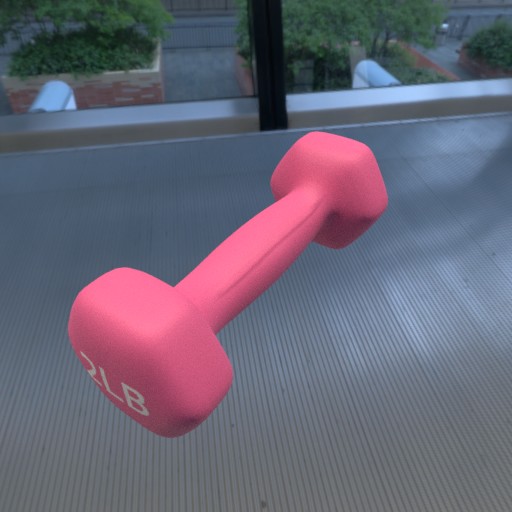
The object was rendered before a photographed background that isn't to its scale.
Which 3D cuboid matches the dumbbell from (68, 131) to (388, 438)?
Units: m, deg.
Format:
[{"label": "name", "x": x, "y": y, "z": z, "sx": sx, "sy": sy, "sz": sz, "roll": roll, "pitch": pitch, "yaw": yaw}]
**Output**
[{"label": "dumbbell", "x": 0.000, "y": 0.000, "z": 0.175, "sx": 0.058, "sy": 0.053, "sz": 0.146, "roll": 25, "pitch": 46, "yaw": 27}]
